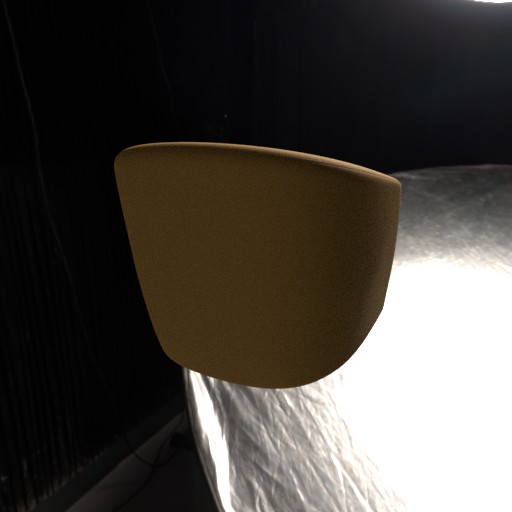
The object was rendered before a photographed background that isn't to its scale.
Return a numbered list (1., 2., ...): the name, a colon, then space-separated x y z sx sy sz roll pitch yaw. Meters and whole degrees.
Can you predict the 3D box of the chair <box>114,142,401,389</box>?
1. chair: 0.000 0.000 1.392 0.773 0.698 0.767 8 17 27
